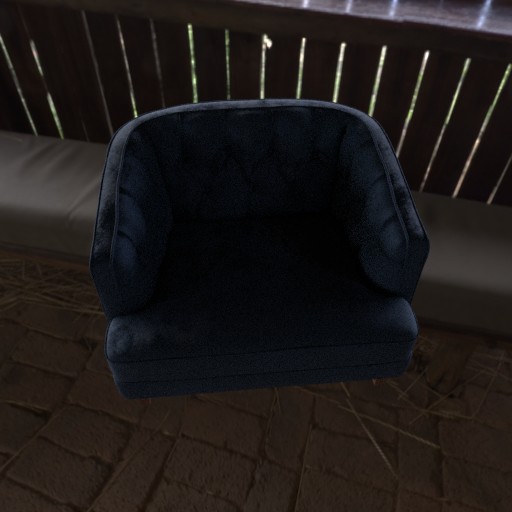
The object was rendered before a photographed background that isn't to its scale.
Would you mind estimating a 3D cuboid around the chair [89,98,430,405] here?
[{"bbox_3d":[0.000,0.000,1.743,1.094,0.852,0.940,-4,46,-4],"label":"chair"}]
